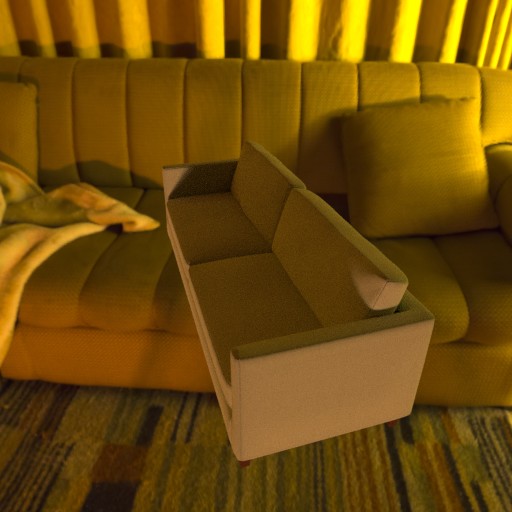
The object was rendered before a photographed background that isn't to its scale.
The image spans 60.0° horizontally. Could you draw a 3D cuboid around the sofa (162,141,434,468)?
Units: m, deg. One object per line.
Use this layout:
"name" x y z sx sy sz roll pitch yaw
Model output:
"sofa" 0.000 0.000 2.957 0.948 0.965 2.434 -9 31 -15
